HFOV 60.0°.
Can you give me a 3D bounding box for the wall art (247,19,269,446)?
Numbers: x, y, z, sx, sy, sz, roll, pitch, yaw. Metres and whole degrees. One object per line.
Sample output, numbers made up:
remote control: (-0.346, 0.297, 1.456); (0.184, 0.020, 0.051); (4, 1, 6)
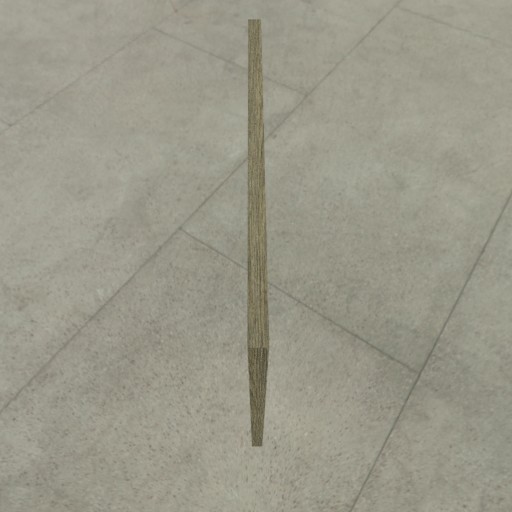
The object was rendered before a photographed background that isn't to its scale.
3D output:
wall art: (0.000, 0.000, 0.735); (0.019, 0.508, 0.508); (0, 58, 0)
